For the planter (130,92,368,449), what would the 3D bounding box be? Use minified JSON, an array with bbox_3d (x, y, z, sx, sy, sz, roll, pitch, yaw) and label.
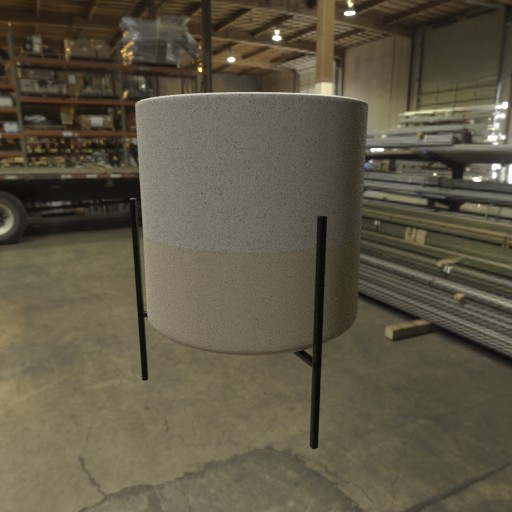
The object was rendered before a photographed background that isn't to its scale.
[{"bbox_3d":[0.000,0.000,0.648,0.313,0.423,0.335,-7,16,-26],"label":"planter"}]
